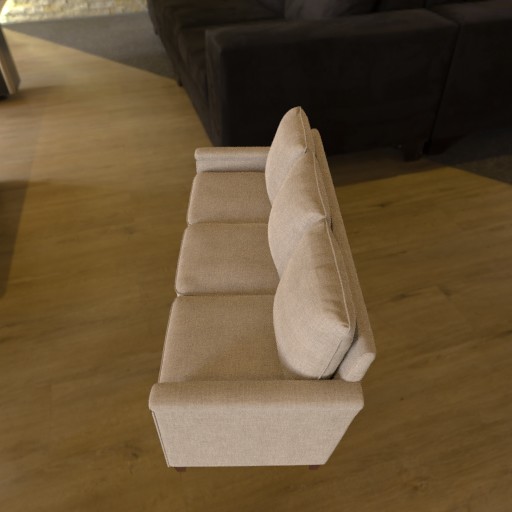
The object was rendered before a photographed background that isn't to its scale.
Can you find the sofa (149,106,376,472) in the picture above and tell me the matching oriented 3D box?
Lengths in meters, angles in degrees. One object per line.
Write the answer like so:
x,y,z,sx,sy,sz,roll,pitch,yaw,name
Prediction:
0.000,0.000,2.381,0.828,0.959,1.925,0,41,-1,sofa
